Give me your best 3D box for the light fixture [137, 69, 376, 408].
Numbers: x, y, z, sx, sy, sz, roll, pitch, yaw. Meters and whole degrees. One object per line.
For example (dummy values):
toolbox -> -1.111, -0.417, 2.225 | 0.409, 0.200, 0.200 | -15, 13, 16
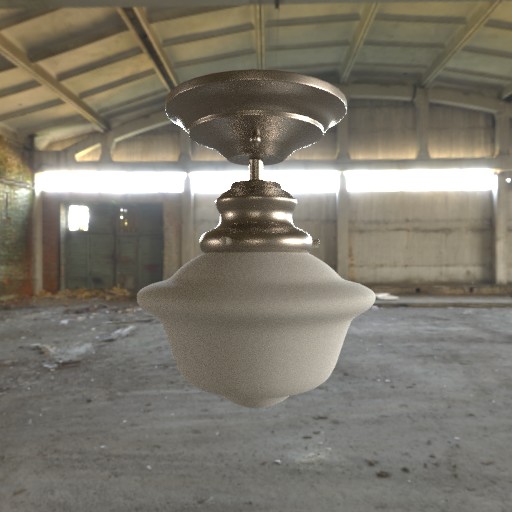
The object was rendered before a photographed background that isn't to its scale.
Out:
light fixture -> 0.000, 0.000, 0.378 | 0.199, 0.254, 0.199 | 0, 0, 0
